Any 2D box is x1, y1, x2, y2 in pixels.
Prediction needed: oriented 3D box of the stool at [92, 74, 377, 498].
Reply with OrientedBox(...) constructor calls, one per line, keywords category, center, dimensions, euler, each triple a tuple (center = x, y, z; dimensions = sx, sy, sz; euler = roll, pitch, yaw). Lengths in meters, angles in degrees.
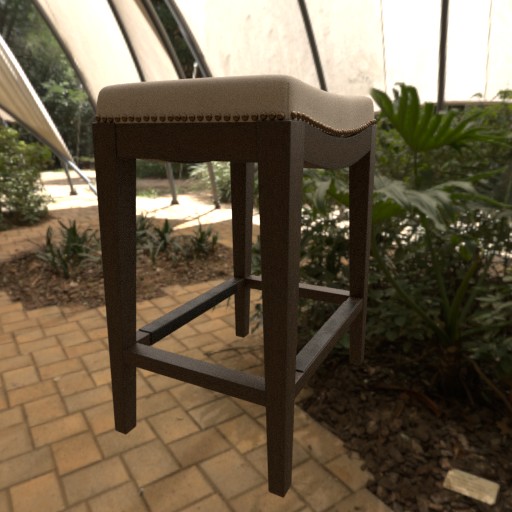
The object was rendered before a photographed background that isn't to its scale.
OrientedBox(category="stool", center=(0.000, 0.000, 0.913), dimensions=(0.361, 0.642, 0.500), euler=(8, 18, 26))
